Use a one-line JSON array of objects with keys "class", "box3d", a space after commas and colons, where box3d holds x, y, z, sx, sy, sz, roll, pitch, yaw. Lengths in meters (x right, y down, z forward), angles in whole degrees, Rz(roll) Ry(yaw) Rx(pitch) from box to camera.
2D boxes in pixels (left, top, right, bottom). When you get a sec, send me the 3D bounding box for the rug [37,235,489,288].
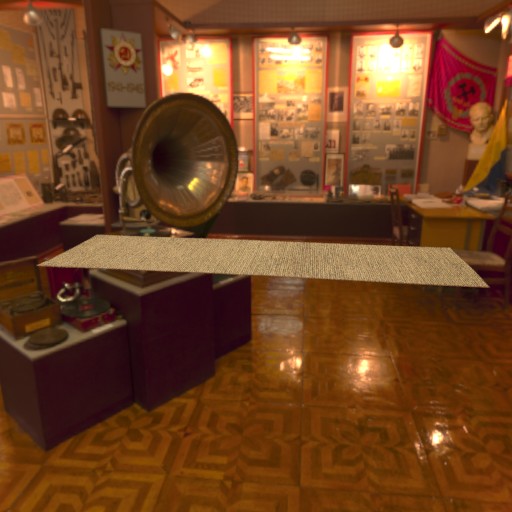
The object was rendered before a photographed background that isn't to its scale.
[{"class": "rug", "box3d": [0.000, 0.000, 2.574, 2.335, 0.013, 0.697, 2, 17, 8]}]
